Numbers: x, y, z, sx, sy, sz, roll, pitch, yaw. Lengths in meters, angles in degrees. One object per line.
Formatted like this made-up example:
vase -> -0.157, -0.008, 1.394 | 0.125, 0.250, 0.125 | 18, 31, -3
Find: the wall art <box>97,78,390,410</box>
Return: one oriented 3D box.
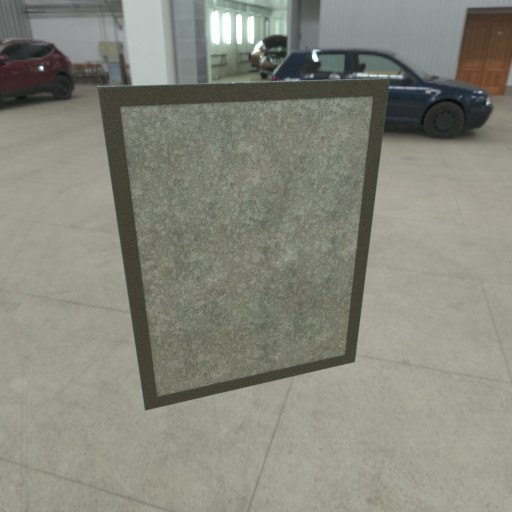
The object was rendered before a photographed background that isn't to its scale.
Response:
wall art -> 0.000, 0.000, 1.339 | 0.767, 0.983, 0.030 | -8, 27, -16
